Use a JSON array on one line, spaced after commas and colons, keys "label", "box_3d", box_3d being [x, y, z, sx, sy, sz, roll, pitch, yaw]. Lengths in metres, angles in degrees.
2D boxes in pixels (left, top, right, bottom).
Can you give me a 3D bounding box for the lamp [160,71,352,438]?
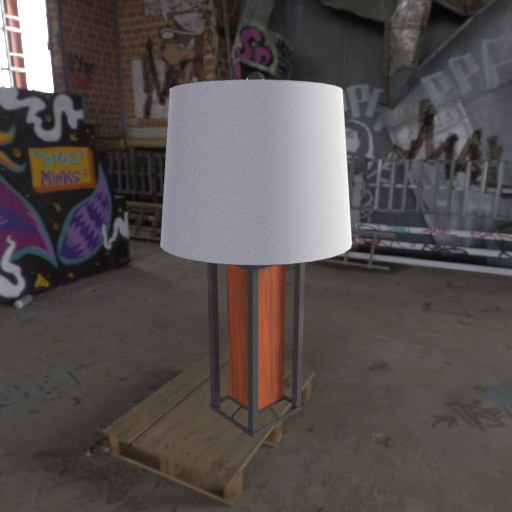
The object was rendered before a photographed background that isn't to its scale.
[{"label": "lamp", "box_3d": [0.000, 0.000, 0.761, 0.320, 0.591, 0.320, 0, 14, 0]}]
